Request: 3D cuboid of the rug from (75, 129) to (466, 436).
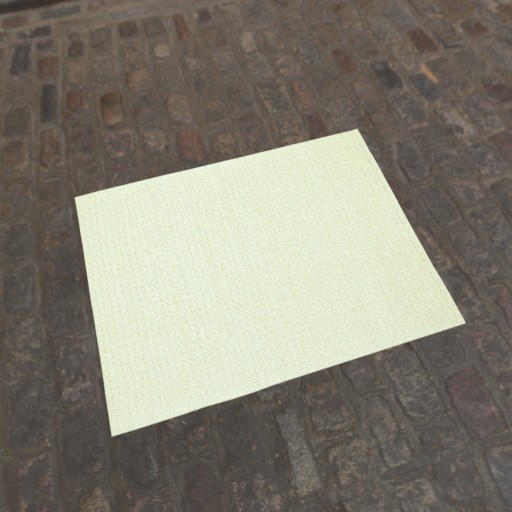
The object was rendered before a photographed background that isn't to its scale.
[{"bbox_3d":[0.000,0.000,4.313,3.204,0.016,2.452,-15,64,-8],"label":"rug"}]
